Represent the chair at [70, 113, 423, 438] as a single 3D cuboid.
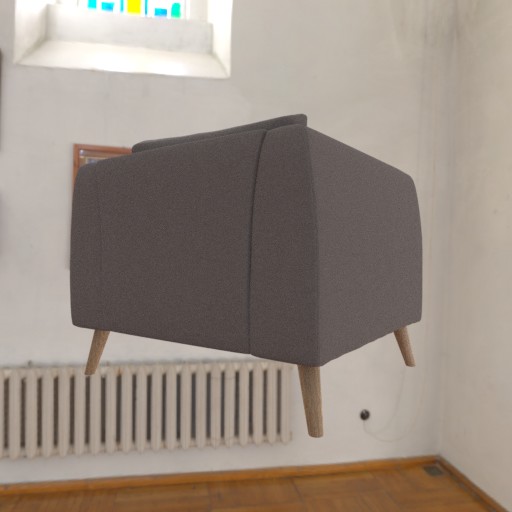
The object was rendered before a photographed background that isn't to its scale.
[{"bbox_3d":[0.000,0.000,1.673,1.000,0.860,0.930,1,1,35],"label":"chair"}]
